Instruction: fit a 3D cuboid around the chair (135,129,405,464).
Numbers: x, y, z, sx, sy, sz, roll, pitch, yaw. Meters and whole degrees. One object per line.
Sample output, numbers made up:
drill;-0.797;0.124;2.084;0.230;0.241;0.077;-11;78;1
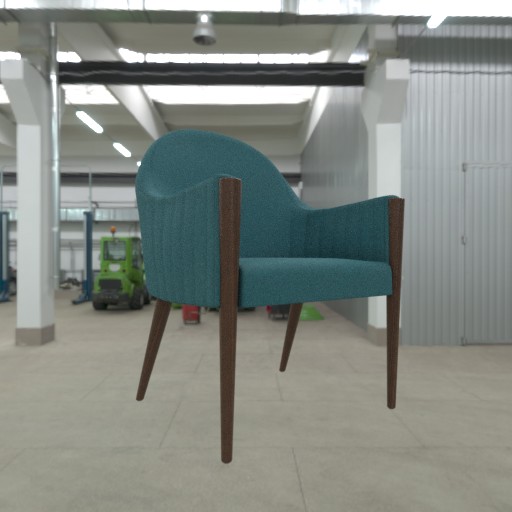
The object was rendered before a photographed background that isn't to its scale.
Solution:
chair;0.000;0.000;1.377;0.656;0.907;0.652;0;0;-36
